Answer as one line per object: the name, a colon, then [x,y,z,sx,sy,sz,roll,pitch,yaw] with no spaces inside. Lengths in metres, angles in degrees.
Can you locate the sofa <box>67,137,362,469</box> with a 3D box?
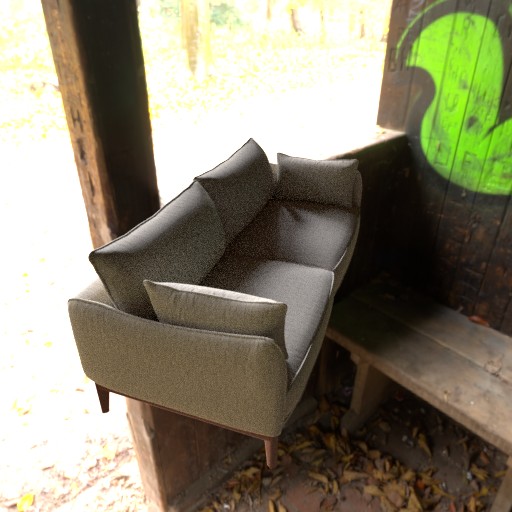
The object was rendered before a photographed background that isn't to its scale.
sofa: [0.000,0.000,2.544,0.991,0.860,1.989,10,32,17]
